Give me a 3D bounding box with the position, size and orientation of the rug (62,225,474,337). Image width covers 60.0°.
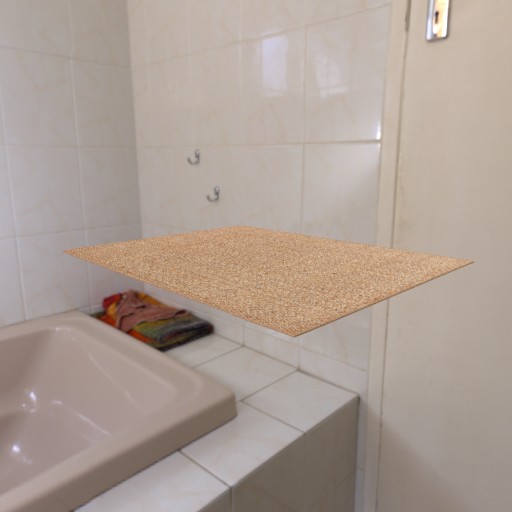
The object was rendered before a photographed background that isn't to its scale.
[{"bbox_3d":[0.000,0.000,4.150,2.439,0.013,3.048,-12,17,-43],"label":"rug"}]
